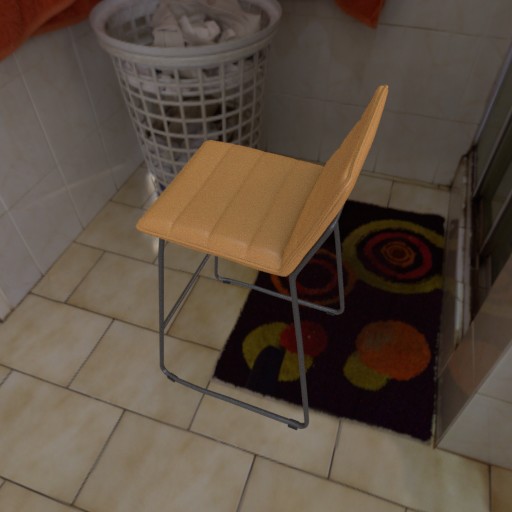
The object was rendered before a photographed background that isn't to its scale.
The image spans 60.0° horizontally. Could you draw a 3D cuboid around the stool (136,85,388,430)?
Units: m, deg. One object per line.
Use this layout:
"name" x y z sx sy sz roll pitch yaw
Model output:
"stool" 0.000 0.000 1.256 0.524 0.936 0.489 16 49 14
